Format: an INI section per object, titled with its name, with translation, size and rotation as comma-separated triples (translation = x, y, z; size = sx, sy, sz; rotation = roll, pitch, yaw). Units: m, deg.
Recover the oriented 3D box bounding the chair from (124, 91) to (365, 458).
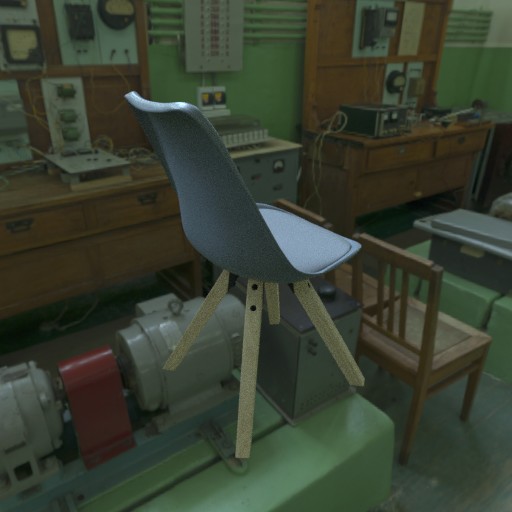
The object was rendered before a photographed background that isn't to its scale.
[chair]
translation = 0.000, 0.000, 1.198
size = 0.550, 0.850, 0.485
rotation = -18, 32, -32
